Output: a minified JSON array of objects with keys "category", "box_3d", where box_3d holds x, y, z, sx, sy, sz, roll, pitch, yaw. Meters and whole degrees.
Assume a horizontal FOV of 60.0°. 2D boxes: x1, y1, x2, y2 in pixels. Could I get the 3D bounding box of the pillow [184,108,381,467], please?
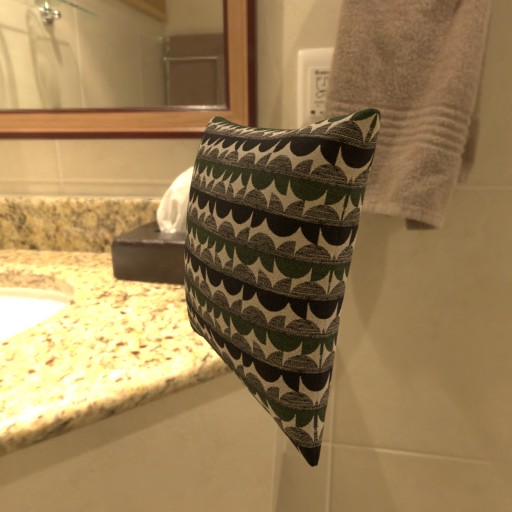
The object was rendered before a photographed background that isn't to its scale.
[{"category":"pillow","box_3d":[0.000,0.000,0.656,0.180,0.404,0.419,-8,18,-26]}]
